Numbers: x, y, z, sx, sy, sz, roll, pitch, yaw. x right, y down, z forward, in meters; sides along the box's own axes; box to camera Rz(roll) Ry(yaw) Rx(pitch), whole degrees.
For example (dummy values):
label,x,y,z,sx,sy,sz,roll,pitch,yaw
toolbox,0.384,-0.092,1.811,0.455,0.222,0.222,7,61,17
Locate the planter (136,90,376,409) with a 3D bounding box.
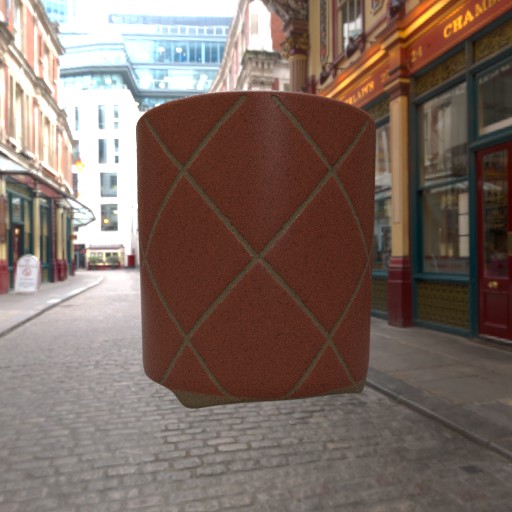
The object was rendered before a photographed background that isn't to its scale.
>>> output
label,x,y,z,sx,sy,sz,roll,pitch,yaw
planter,0.000,0.000,0.362,0.191,0.200,0.191,0,-1,0
